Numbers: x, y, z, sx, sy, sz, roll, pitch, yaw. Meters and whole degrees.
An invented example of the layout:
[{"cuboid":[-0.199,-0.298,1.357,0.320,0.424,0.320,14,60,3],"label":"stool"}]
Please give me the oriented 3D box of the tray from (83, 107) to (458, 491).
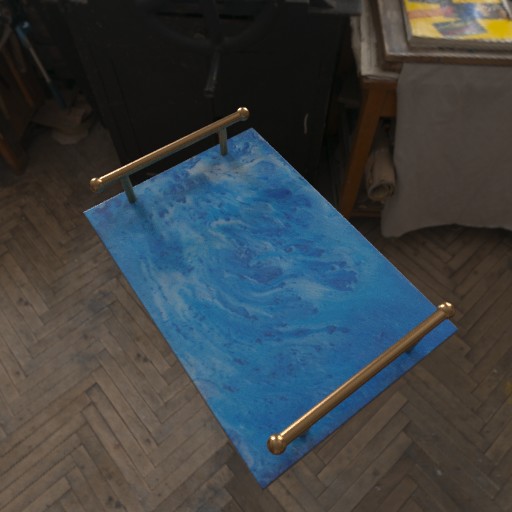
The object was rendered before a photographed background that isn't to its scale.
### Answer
[{"cuboid":[0.000,0.000,0.577,0.304,0.084,0.444,-32,63,-18],"label":"tray"}]
